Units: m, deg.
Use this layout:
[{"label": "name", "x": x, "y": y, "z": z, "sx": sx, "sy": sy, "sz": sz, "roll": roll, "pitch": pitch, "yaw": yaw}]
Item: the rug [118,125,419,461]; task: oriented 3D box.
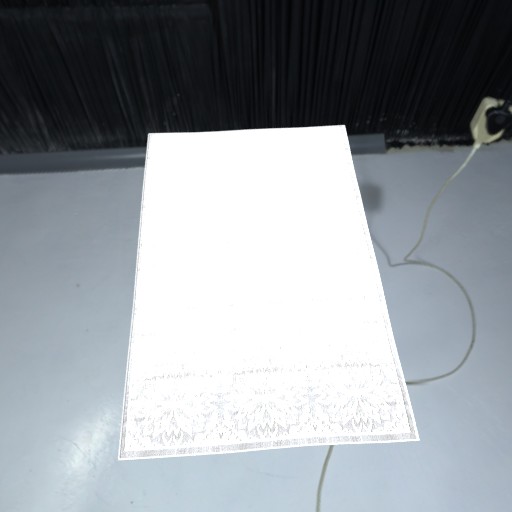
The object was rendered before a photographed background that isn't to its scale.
[{"label": "rug", "x": 0.000, "y": 0.000, "z": 3.375, "sx": 1.819, "sy": 0.018, "sz": 2.746, "roll": -3, "pitch": 58, "yaw": -2}]
